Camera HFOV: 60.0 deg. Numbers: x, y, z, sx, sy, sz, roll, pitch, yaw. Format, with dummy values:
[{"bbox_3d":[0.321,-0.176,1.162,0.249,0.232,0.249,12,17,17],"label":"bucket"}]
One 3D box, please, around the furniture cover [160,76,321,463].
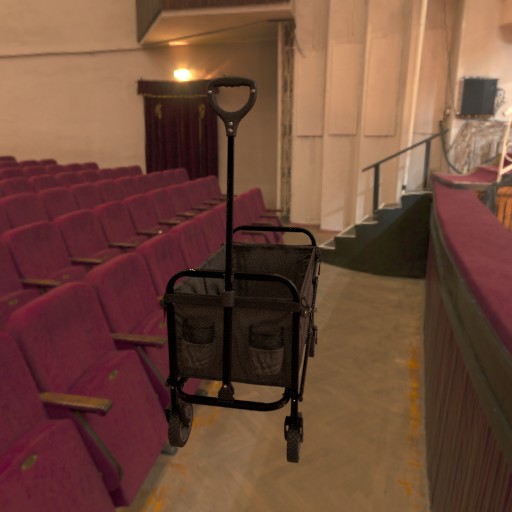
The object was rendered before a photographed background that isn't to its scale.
[{"bbox_3d":[0.000,0.000,1.837,0.532,1.295,1.038,3,15,11],"label":"furniture cover"}]
